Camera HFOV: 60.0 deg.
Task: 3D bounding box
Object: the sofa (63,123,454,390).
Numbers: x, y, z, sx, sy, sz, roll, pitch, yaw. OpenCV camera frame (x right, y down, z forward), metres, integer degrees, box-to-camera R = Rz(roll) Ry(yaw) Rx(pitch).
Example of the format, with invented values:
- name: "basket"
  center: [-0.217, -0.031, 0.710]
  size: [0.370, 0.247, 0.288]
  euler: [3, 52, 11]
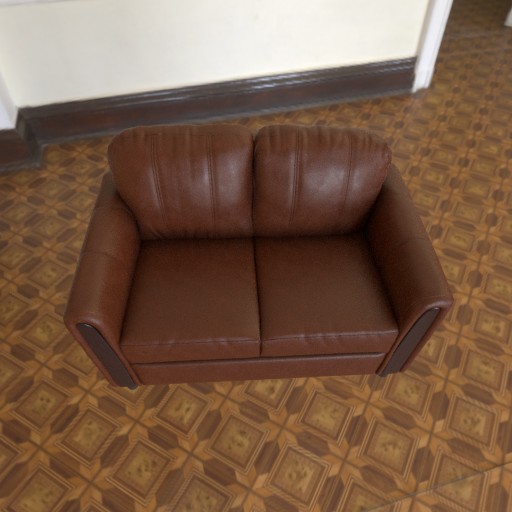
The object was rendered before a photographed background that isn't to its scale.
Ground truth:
- name: "sofa"
  center: [0.000, 0.000, 1.920]
  size: [1.406, 0.906, 0.805]
  euler: [-2, 46, -2]
